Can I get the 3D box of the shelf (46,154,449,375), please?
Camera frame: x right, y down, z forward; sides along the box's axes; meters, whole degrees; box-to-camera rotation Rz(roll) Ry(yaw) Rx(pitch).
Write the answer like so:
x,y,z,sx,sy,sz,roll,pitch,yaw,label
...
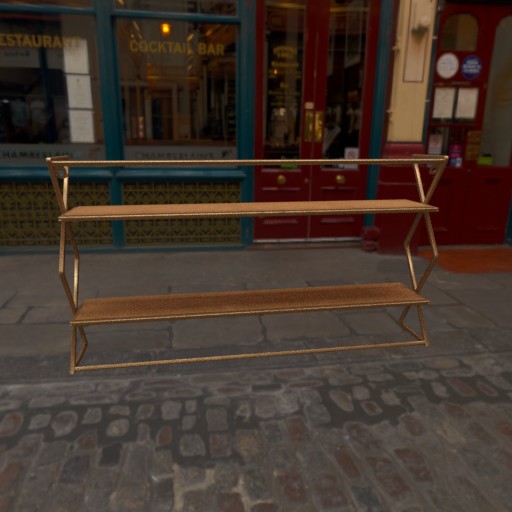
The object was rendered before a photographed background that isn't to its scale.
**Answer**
x,y,z,sx,sy,sz,roll,pitch,yaw,label
0.000,0.000,1.020,0.822,0.450,0.150,-2,14,-9,shelf
